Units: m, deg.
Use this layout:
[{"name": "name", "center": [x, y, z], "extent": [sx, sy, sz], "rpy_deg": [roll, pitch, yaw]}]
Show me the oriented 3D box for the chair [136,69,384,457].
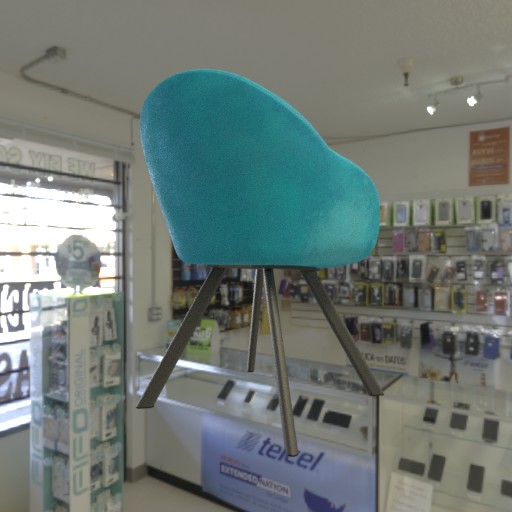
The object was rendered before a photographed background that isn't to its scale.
[{"name": "chair", "center": [0.000, 0.000, 1.184], "extent": [0.550, 0.795, 0.590], "rpy_deg": [0, 0, 36]}]
